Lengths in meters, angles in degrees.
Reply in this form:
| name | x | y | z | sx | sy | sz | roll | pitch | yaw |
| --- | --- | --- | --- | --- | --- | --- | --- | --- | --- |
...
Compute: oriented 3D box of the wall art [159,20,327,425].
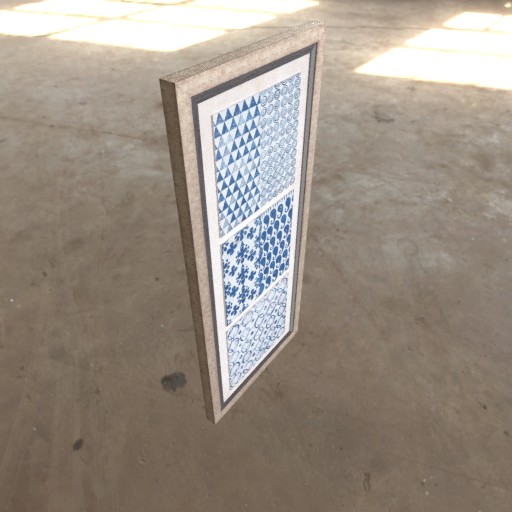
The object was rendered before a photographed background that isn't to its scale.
| name | x | y | z | sx | sy | sz | roll | pitch | yaw |
| --- | --- | --- | --- | --- | --- | --- | --- | --- | --- |
| wall art | 0.000 | 0.000 | 1.646 | 0.051 | 1.461 | 0.648 | 26 | 47 | 27 |
